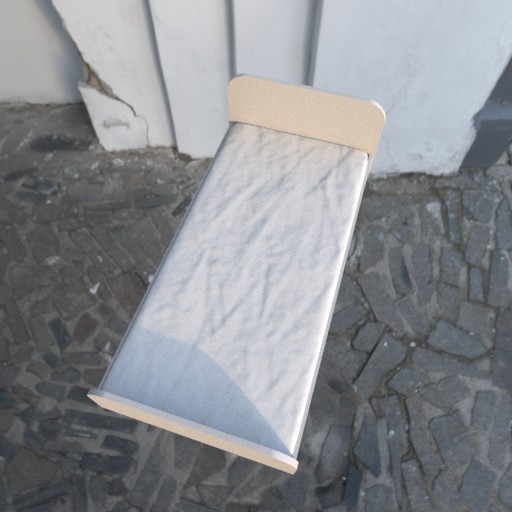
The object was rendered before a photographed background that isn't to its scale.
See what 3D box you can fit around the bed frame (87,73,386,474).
[{"bbox_3d":[0.000,0.000,2.482,0.998,0.805,1.963,15,60,9],"label":"bed frame"}]
